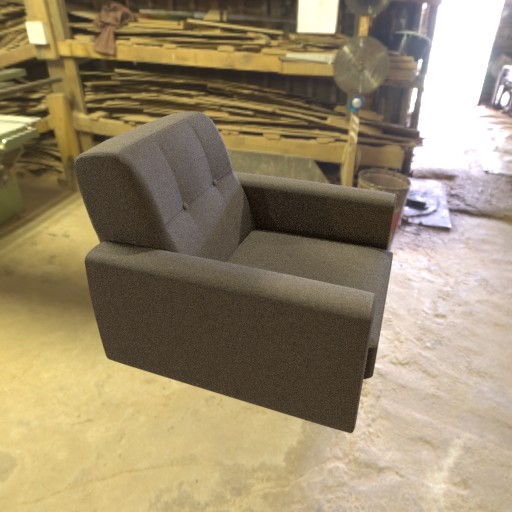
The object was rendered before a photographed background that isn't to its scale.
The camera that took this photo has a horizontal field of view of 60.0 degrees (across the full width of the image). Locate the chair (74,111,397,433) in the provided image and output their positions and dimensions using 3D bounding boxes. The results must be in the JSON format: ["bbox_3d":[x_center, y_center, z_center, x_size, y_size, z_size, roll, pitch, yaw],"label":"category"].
[{"bbox_3d":[0.000,0.000,1.549,0.907,0.839,0.831,10,32,17],"label":"chair"}]
